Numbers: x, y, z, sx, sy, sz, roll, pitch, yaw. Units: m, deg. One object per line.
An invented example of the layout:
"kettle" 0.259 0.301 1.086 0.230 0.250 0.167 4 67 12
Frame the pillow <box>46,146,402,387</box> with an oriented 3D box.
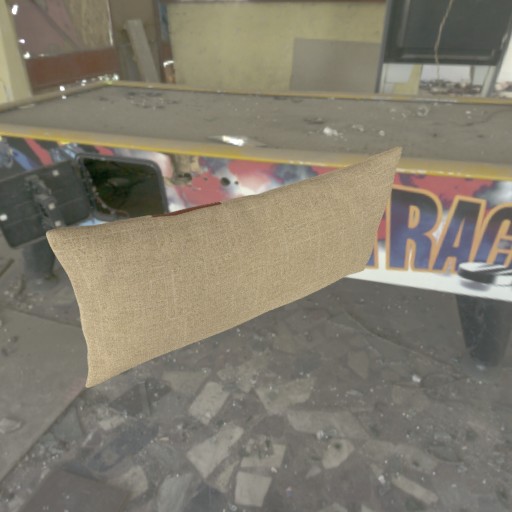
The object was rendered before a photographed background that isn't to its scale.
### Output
"pillow" 0.000 0.000 0.738 0.612 0.282 0.155 -19 34 -30
